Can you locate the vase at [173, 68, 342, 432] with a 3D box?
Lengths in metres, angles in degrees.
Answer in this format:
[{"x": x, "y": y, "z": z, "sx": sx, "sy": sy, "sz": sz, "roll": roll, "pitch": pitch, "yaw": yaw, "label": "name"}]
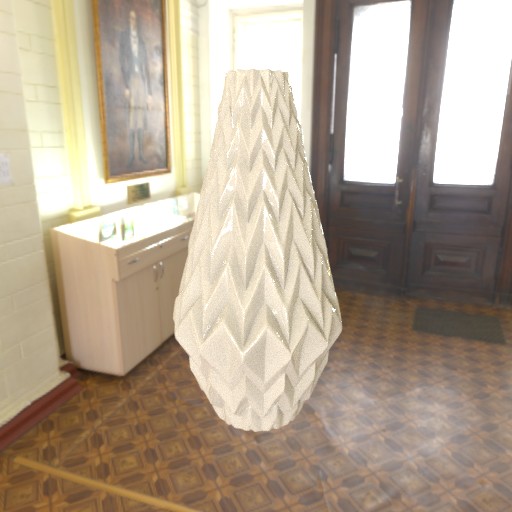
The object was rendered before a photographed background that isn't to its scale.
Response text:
[{"x": 0.000, "y": 0.000, "z": 0.424, "sx": 0.167, "sy": 0.328, "sz": 0.167, "roll": 0, "pitch": 15, "yaw": 0, "label": "vase"}]
